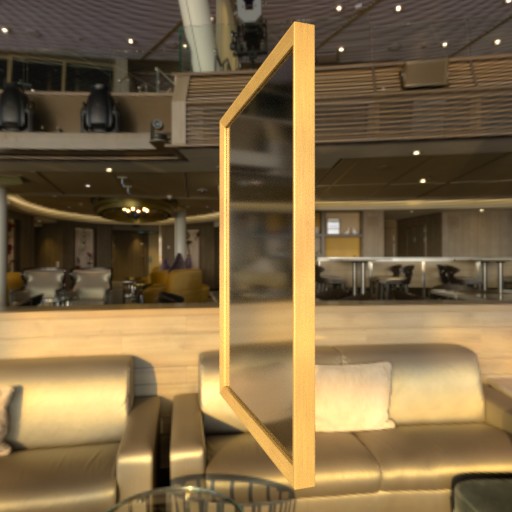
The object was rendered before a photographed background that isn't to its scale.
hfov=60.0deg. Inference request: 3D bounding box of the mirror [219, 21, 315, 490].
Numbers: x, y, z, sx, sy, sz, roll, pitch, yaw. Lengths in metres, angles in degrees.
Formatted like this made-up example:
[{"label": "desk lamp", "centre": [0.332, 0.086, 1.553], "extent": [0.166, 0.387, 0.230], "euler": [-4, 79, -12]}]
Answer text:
[{"label": "mirror", "centre": [0.000, 0.000, 0.919], "extent": [0.039, 0.710, 0.507], "euler": [0, -1, -18]}]
